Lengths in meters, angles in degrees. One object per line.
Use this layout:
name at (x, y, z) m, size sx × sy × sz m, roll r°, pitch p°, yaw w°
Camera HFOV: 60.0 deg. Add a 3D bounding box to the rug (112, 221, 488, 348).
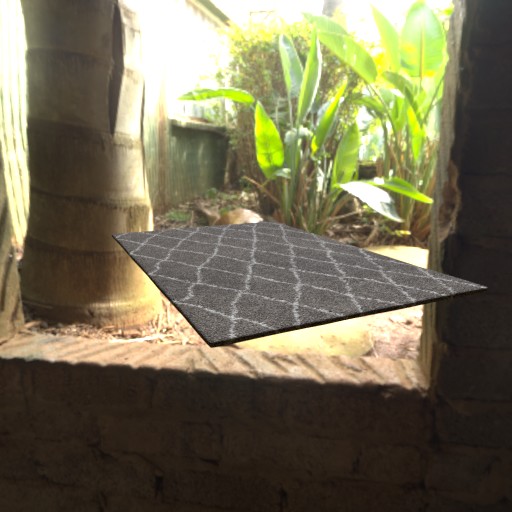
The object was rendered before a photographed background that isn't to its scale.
rug at (0.000, 0.000, 3.472) m, size 1.778 × 0.030 × 2.743 m, roll -7°, pitch 15°, yaw -25°
